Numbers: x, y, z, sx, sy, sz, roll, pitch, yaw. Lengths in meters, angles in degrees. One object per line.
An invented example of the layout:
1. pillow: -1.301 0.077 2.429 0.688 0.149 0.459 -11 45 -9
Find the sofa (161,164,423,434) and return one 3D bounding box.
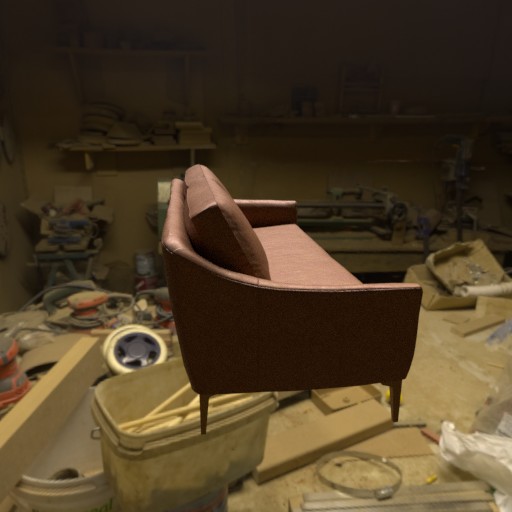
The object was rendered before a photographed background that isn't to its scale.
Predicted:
1. sofa: 0.000 0.000 2.594 0.981 0.945 2.036 -3 17 -9
